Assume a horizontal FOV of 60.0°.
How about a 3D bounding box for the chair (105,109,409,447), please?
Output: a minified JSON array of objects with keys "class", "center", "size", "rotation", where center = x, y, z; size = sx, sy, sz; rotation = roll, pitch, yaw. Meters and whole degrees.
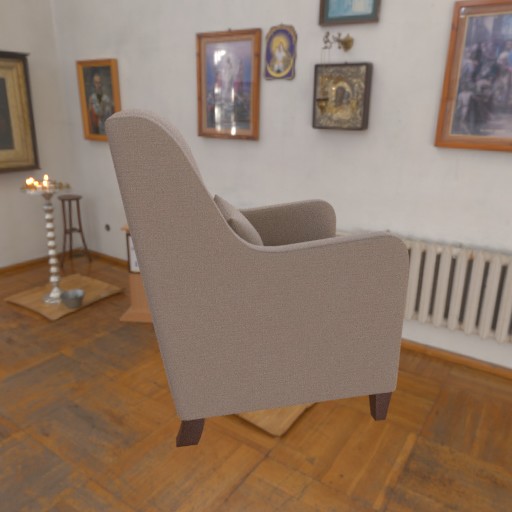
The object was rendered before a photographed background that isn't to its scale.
[{"class":"chair","center":[0.000,0.000,1.622],"size":[0.896,1.017,0.715],"rotation":[-3,17,-10]}]
